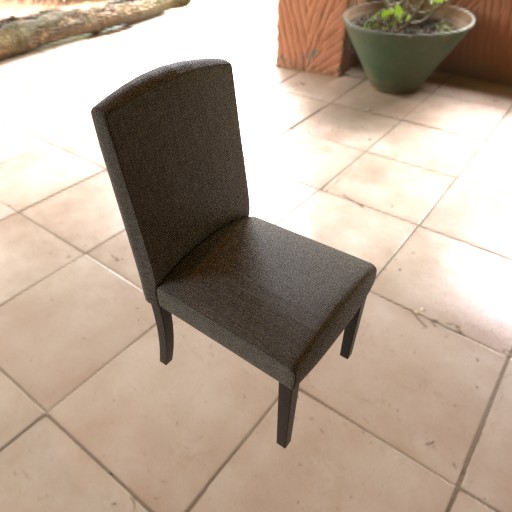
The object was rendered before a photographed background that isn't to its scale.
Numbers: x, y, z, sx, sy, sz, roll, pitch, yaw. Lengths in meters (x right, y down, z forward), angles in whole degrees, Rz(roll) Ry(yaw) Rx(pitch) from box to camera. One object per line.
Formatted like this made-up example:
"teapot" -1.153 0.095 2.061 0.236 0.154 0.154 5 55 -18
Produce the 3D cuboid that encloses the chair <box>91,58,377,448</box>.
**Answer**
"chair" 0.000 0.000 1.230 0.580 0.917 0.451 25 46 27
